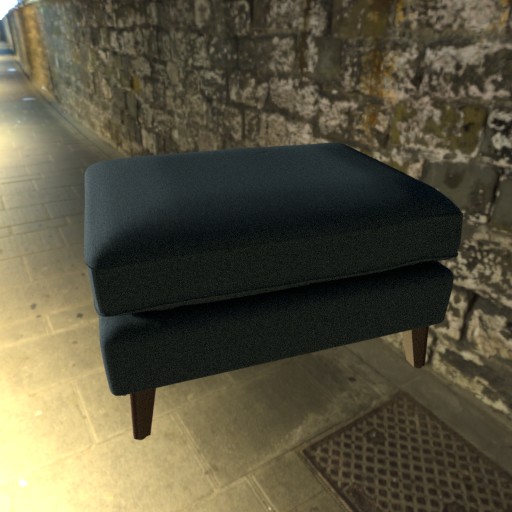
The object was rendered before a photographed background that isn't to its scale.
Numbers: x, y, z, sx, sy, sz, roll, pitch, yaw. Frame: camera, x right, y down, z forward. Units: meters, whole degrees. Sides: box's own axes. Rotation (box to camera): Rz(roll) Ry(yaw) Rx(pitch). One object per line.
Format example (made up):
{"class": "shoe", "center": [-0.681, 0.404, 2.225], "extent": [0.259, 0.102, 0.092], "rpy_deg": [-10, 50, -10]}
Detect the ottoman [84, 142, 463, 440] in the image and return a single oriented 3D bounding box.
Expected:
{"class": "ottoman", "center": [0.000, 0.000, 1.219], "extent": [0.835, 0.503, 0.629], "rpy_deg": [-9, 28, -16]}
